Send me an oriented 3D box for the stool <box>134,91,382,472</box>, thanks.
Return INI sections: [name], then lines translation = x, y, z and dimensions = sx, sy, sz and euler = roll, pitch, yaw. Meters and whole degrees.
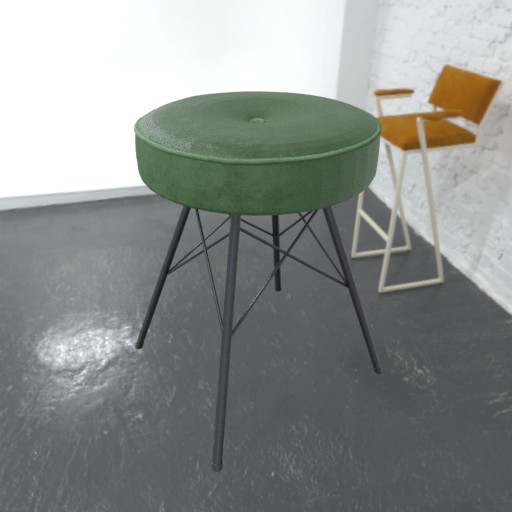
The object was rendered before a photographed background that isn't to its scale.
[stool]
translation = 0.000, 0.000, 0.925
dimensions = 0.457, 0.595, 0.430
euler = -19, 36, -29
